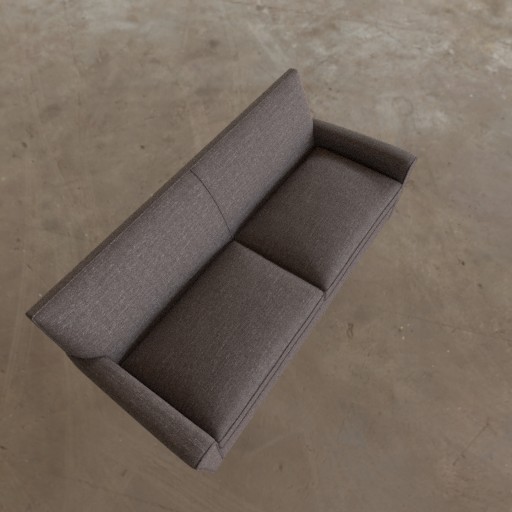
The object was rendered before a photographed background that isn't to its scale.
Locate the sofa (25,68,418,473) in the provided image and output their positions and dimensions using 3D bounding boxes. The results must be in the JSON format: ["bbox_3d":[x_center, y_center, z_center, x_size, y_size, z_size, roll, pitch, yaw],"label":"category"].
[{"bbox_3d":[0.000,0.000,2.353,0.875,0.846,1.976,31,63,18],"label":"sofa"}]
